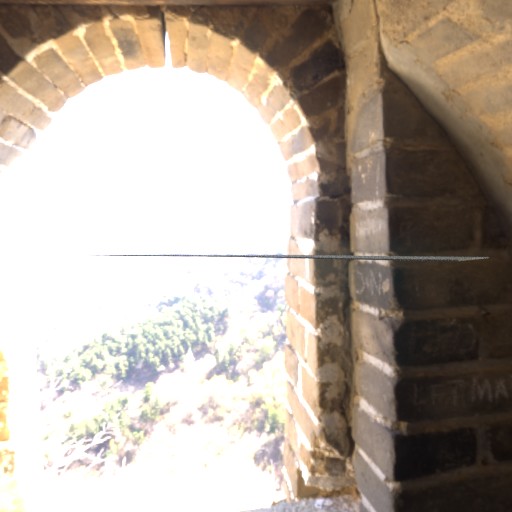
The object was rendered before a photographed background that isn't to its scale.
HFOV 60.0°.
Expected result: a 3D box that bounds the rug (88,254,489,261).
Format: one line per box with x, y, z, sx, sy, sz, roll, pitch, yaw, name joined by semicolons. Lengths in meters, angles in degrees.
0.000;0.000;2.583;2.340;0.013;0.686;1;1;36;rug
